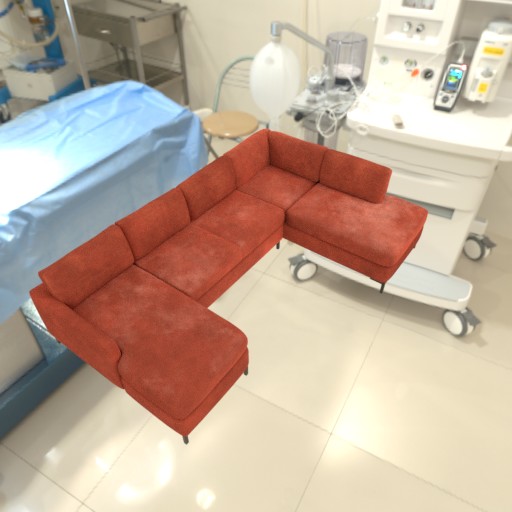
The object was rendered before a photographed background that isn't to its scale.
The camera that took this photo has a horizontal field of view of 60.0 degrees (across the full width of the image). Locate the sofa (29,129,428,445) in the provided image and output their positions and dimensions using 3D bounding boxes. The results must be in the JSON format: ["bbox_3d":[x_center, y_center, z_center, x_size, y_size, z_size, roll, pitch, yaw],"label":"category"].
[{"bbox_3d":[0.000,0.000,3.796,1.981,0.858,2.971,26,48,26],"label":"sofa"}]
